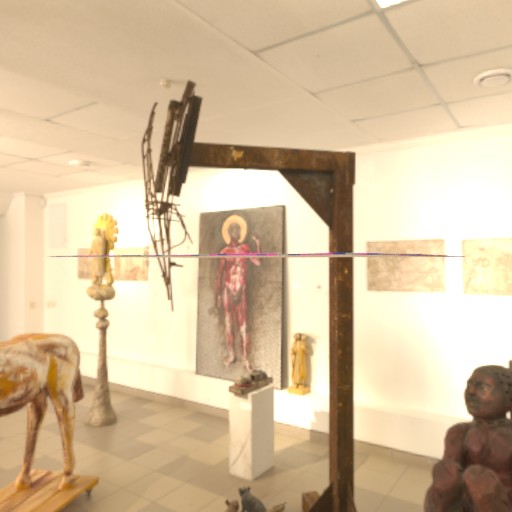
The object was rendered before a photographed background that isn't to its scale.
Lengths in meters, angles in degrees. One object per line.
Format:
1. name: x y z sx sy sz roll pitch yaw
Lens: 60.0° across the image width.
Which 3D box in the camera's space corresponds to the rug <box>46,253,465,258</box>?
1. rug: 0.000 0.000 2.946 2.350 0.013 1.539 0 -1 33
